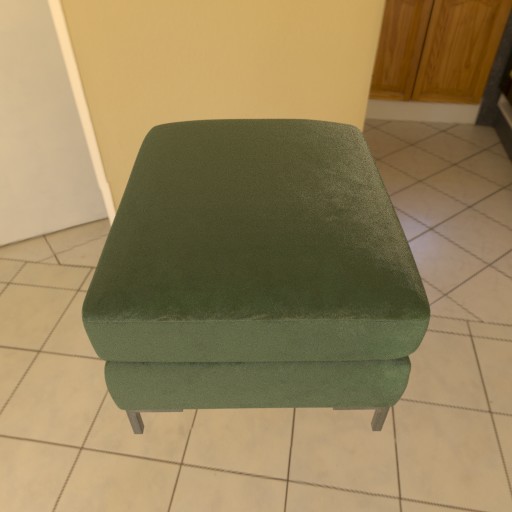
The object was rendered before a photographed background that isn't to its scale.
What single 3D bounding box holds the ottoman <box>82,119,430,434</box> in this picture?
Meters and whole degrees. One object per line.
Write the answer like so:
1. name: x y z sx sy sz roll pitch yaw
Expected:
1. ottoman: 0.000 0.000 1.292 0.701 0.538 0.839 0 41 -1
